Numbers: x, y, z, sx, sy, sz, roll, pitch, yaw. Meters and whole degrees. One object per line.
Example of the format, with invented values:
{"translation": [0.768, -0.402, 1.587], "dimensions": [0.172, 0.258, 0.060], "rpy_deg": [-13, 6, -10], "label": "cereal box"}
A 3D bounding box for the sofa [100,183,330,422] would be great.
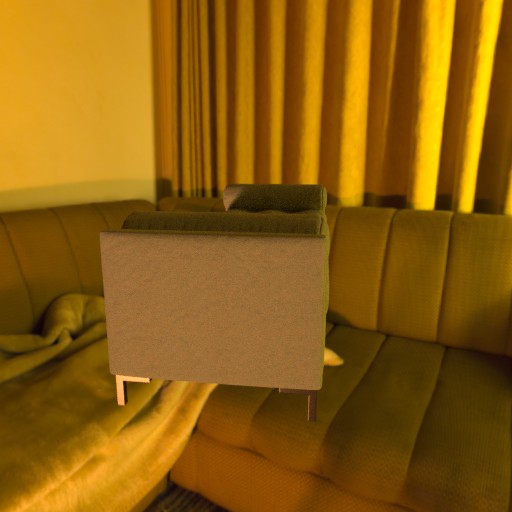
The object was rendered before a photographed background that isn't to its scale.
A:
{"translation": [0.000, 0.000, 2.510], "dimensions": [0.796, 0.705, 2.102], "rpy_deg": [2, 13, 8], "label": "sofa"}
